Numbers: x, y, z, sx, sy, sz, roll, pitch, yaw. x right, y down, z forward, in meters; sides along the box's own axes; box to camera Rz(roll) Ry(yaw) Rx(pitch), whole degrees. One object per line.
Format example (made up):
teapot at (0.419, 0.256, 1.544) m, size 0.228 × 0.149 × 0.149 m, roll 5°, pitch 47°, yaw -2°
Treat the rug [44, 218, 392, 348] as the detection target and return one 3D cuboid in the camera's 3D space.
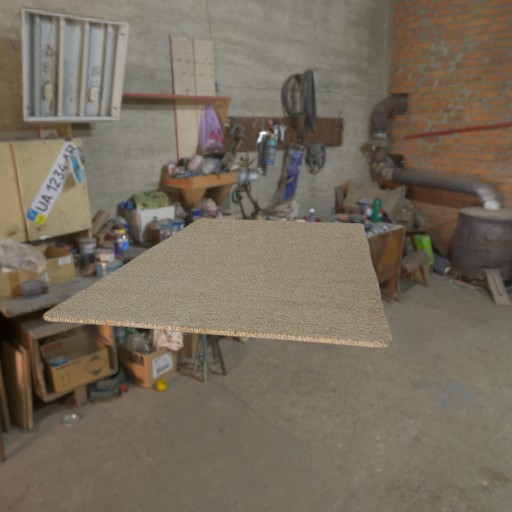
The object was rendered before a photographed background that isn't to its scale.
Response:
rug at (0.000, 0.000, 2.933) m, size 1.500 × 0.026 × 2.349 m, roll 3°, pitch 16°, yaw 10°
